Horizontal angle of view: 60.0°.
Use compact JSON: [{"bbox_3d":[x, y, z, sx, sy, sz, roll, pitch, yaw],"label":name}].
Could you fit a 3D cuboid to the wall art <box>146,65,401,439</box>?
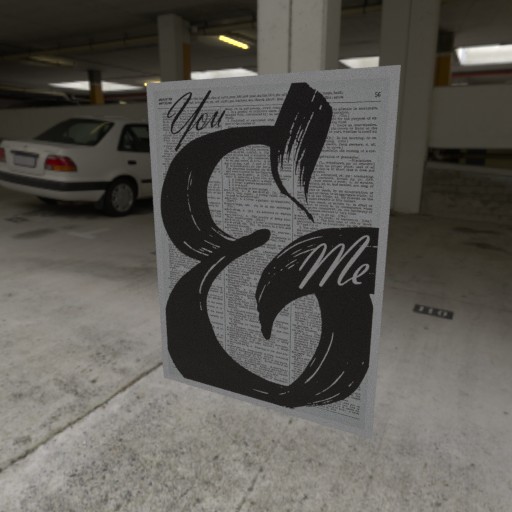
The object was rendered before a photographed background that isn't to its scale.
[{"bbox_3d":[0.000,0.000,0.801,0.457,0.609,0.003,7,16,26],"label":"wall art"}]
